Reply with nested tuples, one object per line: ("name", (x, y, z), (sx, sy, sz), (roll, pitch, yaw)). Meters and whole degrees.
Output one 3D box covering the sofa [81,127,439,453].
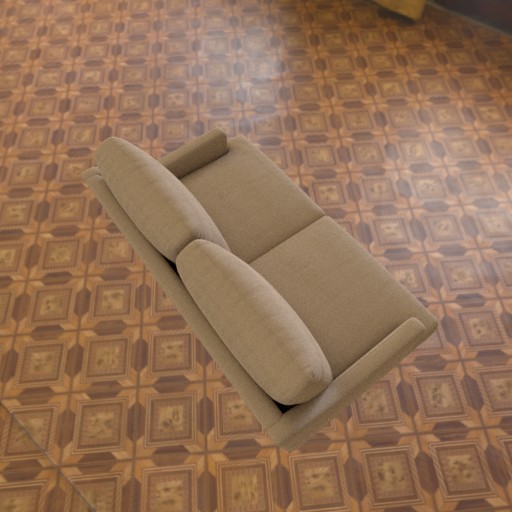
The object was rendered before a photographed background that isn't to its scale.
("sofa", (0.000, 0.000, 2.231), (1.004, 0.910, 1.619), (-33, 63, -19))
